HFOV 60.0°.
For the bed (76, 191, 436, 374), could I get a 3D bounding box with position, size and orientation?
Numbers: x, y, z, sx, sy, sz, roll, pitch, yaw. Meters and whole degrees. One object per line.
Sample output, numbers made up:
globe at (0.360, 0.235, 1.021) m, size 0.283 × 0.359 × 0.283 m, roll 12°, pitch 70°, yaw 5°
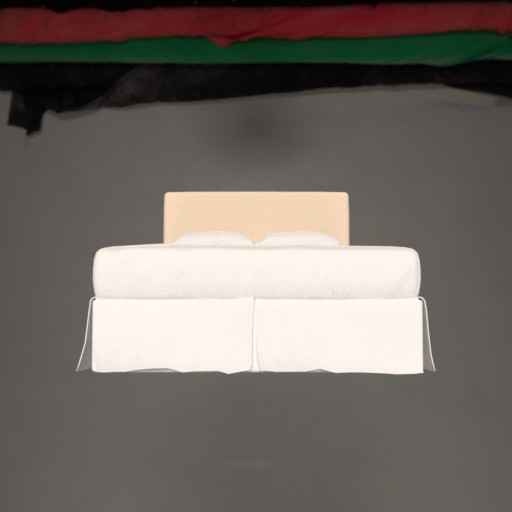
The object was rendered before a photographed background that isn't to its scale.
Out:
bed at (0.000, 0.000, 3.359) m, size 1.884 × 1.330 × 2.142 m, roll 0°, pitch -2°, yaw 0°
